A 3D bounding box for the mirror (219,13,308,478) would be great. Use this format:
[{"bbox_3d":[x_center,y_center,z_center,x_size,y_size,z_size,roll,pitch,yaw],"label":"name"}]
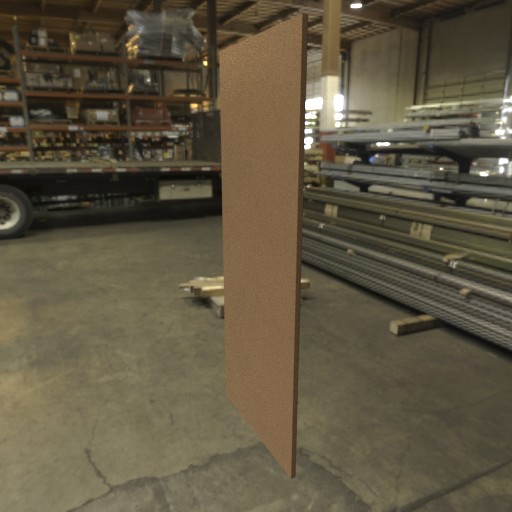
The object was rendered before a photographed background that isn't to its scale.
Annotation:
[{"bbox_3d":[0.000,0.000,2.239,0.026,2.031,0.812,-7,16,-26],"label":"mirror"}]
